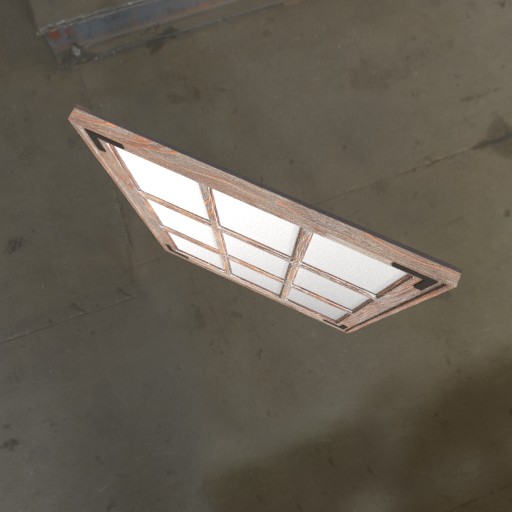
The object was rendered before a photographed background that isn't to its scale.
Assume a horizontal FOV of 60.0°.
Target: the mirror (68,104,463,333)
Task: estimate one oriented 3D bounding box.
[{"bbox_3d":[0.000,0.000,1.187,0.730,0.882,0.032,24,77,6],"label":"mirror"}]
